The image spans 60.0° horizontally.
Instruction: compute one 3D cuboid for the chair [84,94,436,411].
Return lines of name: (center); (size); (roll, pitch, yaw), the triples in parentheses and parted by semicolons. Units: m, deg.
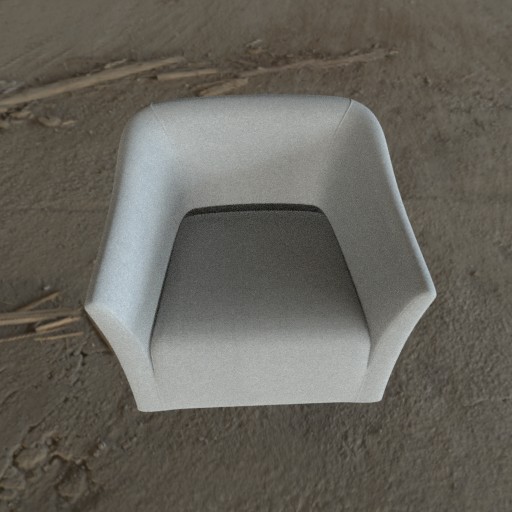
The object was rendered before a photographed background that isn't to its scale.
chair: (0.000, 0.000, 1.366); (0.790, 0.720, 0.700); (-2, 46, -2)
